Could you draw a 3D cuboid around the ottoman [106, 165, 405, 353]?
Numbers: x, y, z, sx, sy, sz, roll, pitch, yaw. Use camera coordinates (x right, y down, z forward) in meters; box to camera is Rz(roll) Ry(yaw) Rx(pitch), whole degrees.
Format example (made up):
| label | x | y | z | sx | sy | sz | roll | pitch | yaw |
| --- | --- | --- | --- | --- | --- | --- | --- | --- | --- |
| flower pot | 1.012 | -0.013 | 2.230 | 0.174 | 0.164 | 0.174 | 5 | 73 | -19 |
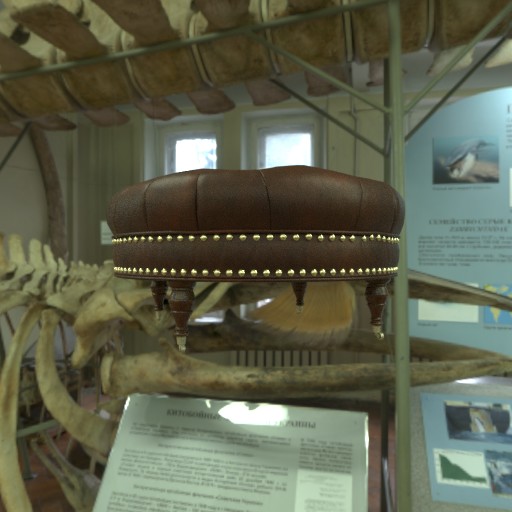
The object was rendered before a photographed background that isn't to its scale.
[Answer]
| label | x | y | z | sx | sy | sz | roll | pitch | yaw |
| --- | --- | --- | --- | --- | --- | --- | --- | --- | --- |
| ottoman | 0.000 | 0.000 | 1.387 | 0.901 | 0.455 | 0.901 | 0 | 0 | 0 |
